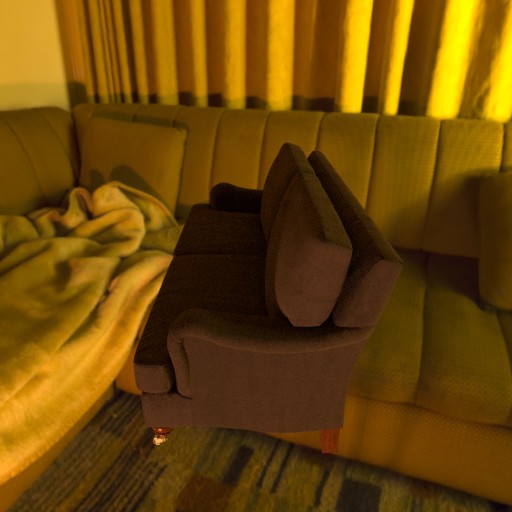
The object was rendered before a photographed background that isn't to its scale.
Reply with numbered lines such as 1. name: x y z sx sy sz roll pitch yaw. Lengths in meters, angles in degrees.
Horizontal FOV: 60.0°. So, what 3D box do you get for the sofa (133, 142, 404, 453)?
1. sofa: 0.000 0.000 2.764 1.086 1.087 2.165 0 24 -1
